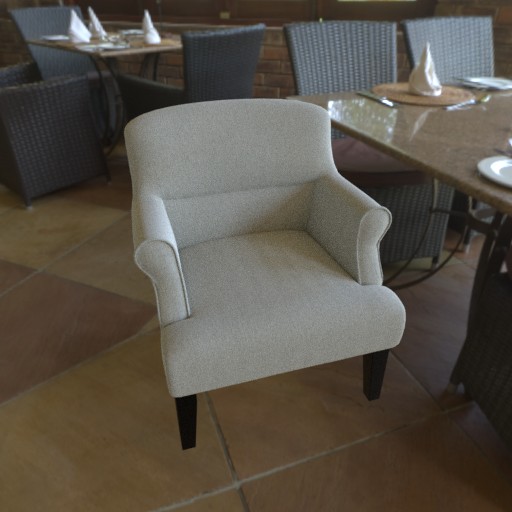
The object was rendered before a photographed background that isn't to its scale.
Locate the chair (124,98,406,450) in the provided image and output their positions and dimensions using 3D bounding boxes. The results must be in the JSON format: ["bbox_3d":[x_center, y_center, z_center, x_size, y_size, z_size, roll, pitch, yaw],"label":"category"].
[{"bbox_3d":[0.000,0.000,1.491,0.781,0.875,0.750,-9,32,-15],"label":"chair"}]
